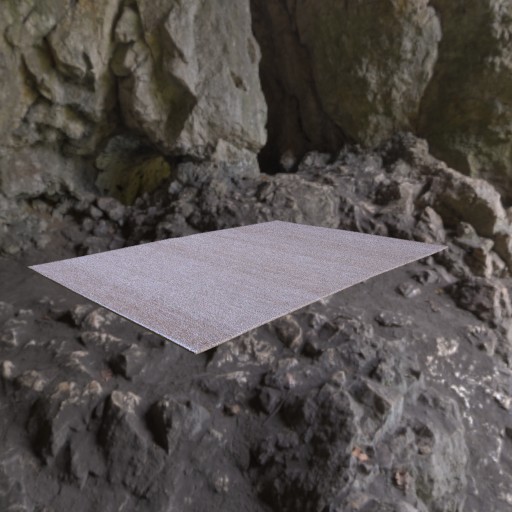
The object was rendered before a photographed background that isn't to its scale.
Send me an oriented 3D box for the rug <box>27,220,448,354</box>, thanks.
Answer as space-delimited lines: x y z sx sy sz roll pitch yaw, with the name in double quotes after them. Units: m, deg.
0.000 0.000 2.888 1.596 0.030 2.283 14 20 42 "rug"
